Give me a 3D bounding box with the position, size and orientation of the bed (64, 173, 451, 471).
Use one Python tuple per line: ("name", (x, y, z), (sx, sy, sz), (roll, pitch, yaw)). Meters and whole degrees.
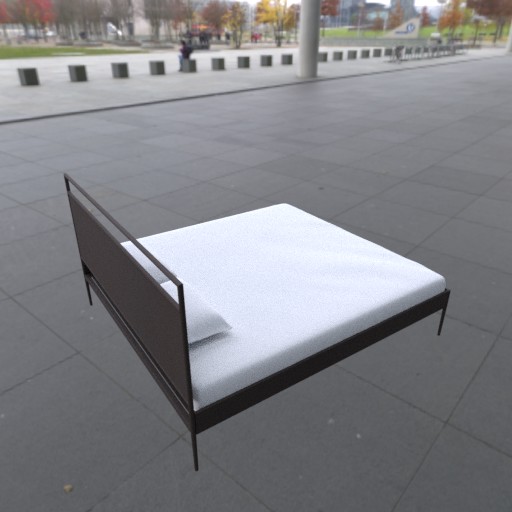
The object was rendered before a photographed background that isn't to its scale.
("bed", (0.000, 0.000, 3.401), (2.151, 1.173, 1.993), (-17, 32, -30))
